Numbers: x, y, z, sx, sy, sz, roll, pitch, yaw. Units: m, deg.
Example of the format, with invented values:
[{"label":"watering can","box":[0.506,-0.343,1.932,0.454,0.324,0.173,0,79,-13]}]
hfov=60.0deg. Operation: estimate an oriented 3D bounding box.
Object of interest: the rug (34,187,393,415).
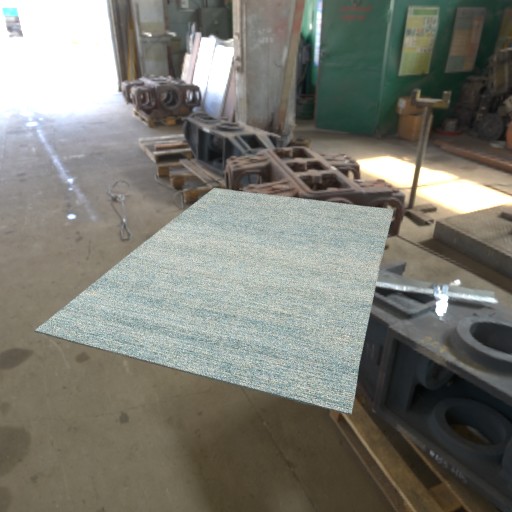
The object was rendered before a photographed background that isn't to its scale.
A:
[{"label":"rug","box":[0.000,0.000,2.949,1.611,0.026,2.260,10,30,17]}]
